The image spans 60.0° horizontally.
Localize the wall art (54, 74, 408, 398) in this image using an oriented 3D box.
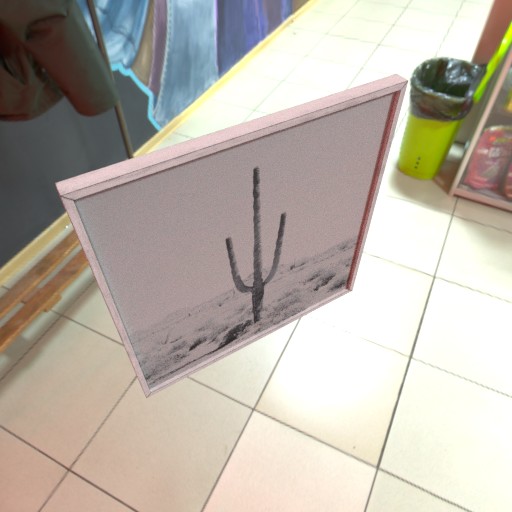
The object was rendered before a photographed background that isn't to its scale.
[{"bbox_3d":[0.000,0.000,1.143,0.762,0.762,0.038,-24,52,-20],"label":"wall art"}]
